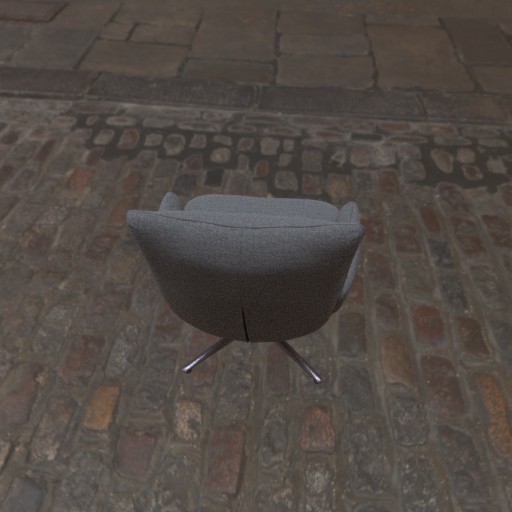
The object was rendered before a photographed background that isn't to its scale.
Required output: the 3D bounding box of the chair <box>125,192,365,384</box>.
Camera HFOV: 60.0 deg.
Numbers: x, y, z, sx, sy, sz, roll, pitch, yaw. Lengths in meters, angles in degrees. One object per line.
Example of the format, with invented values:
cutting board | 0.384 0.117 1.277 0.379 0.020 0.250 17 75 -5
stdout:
chair | 0.000 0.000 1.558 0.702 0.984 0.831 4 47 3
